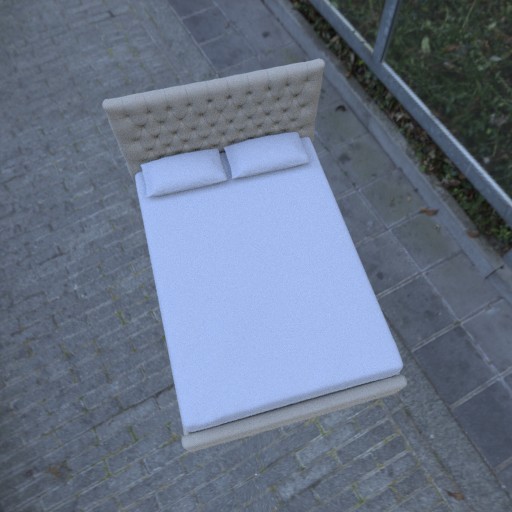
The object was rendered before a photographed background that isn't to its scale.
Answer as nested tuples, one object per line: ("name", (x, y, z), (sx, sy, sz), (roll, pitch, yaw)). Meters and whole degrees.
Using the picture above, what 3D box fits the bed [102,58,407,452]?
("bed", (0.000, 0.000, 3.424), (1.698, 1.427, 2.387), (-14, 65, -7))
